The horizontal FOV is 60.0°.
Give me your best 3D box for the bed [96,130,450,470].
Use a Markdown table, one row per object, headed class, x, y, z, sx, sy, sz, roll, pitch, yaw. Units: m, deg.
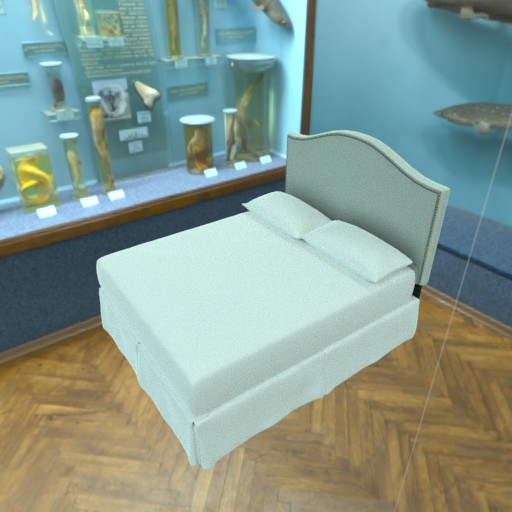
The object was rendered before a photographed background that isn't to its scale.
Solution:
| class | x | y | z | sx | sy | sz | roll | pitch | yaw |
| --- | --- | --- | --- | --- | --- | --- | --- | --- | --- |
| bed | 0.000 | 0.000 | 3.508 | 2.180 | 1.607 | 1.813 | -20 | 37 | -30 |
